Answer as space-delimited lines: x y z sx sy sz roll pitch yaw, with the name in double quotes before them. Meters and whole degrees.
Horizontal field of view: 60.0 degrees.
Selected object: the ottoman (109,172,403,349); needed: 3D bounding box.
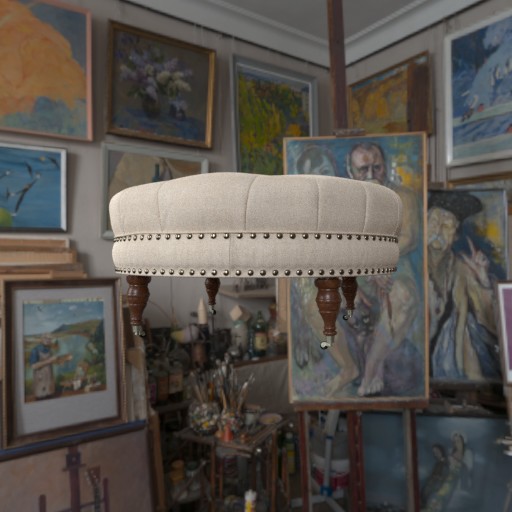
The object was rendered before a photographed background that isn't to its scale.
"ottoman" 0.000 0.000 1.490 0.940 0.483 0.940 0 0 0
